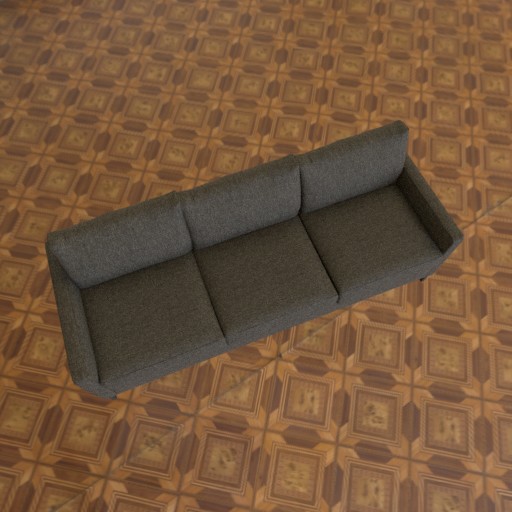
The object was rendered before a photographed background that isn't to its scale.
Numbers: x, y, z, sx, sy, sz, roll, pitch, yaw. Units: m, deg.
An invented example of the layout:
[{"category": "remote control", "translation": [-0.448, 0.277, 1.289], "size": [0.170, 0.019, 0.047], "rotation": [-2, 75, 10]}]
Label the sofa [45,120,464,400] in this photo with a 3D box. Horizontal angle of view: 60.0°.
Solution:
[{"category": "sofa", "translation": [0.000, 0.000, 2.650], "size": [2.253, 0.879, 0.876], "rotation": [-19, 65, -9]}]
